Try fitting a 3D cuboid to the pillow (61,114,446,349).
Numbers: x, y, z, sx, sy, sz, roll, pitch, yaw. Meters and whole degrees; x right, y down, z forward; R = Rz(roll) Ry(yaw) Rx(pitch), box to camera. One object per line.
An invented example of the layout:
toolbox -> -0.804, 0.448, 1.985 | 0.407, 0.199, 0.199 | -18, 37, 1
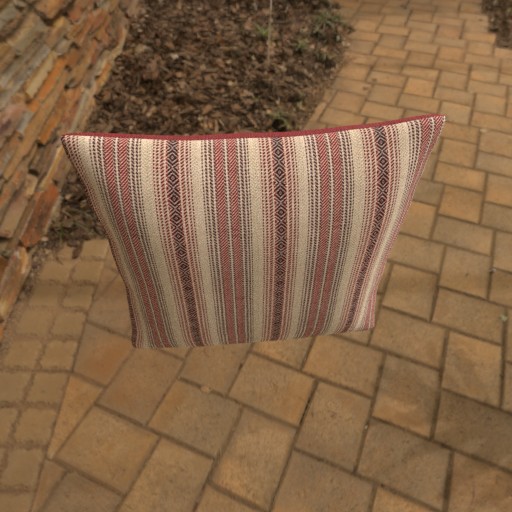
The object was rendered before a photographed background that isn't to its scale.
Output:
pillow -> 0.000, 0.000, 0.757 | 0.513, 0.497, 0.166 | -4, 48, -4
